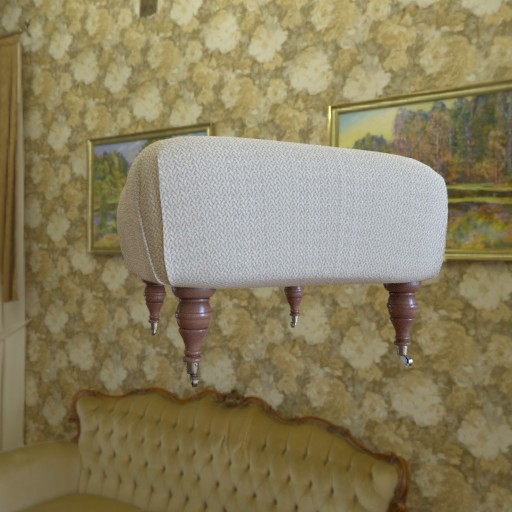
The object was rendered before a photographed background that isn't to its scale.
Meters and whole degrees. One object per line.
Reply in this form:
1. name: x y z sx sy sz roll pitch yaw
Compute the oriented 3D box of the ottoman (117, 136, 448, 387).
1. ottoman: 0.000 0.000 1.070 0.622 0.447 0.684 0 -1 -20
